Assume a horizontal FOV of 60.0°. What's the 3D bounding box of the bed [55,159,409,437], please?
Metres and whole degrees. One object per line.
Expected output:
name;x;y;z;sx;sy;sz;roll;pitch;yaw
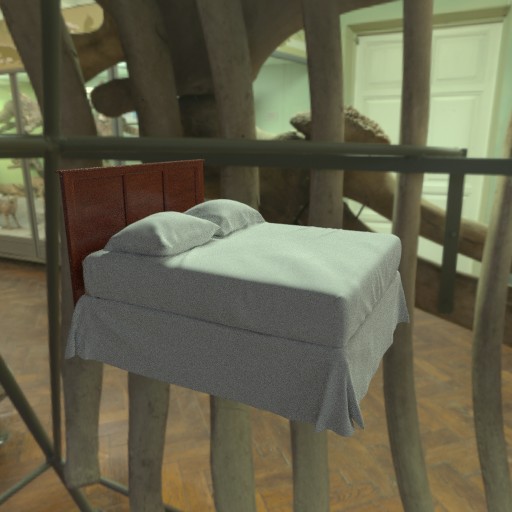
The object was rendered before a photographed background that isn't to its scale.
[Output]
bed;0.000;0.000;3.239;2.050;1.270;1.870;7;17;26
